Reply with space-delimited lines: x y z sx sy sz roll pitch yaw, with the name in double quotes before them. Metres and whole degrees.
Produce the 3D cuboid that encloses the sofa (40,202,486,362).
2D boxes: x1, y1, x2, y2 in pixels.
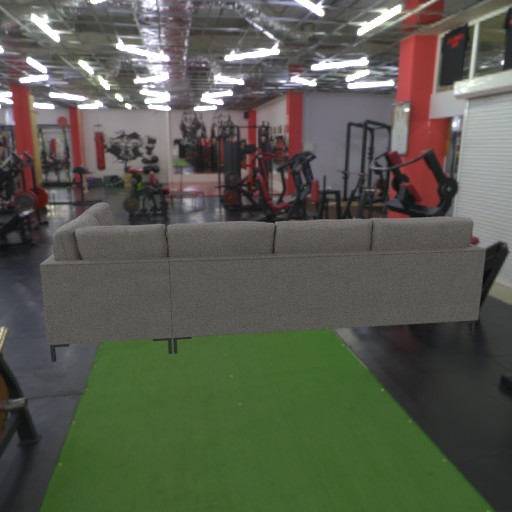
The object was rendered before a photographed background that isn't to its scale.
"sofa" 0.000 0.000 4.269 3.331 0.964 2.077 -2 14 -8
